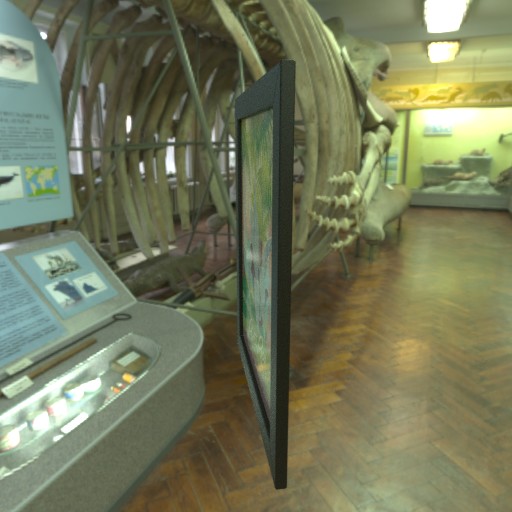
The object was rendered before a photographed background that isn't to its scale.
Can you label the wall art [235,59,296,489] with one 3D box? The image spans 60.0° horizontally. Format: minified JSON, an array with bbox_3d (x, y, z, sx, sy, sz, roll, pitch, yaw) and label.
[{"bbox_3d":[0.000,0.000,0.805,0.018,0.582,0.481,-2,15,-9],"label":"wall art"}]
